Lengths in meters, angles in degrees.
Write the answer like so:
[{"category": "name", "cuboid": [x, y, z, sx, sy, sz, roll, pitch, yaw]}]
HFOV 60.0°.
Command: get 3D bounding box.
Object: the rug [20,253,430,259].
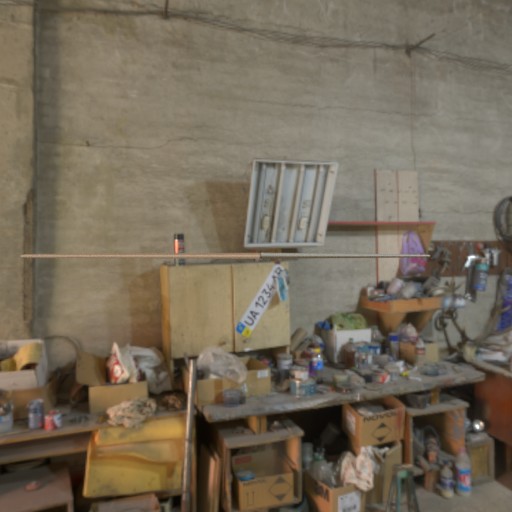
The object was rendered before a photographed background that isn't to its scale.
[{"category": "rug", "cuboid": [0.000, 0.000, 2.683, 1.525, 0.020, 2.081, 0, 0, 35]}]
